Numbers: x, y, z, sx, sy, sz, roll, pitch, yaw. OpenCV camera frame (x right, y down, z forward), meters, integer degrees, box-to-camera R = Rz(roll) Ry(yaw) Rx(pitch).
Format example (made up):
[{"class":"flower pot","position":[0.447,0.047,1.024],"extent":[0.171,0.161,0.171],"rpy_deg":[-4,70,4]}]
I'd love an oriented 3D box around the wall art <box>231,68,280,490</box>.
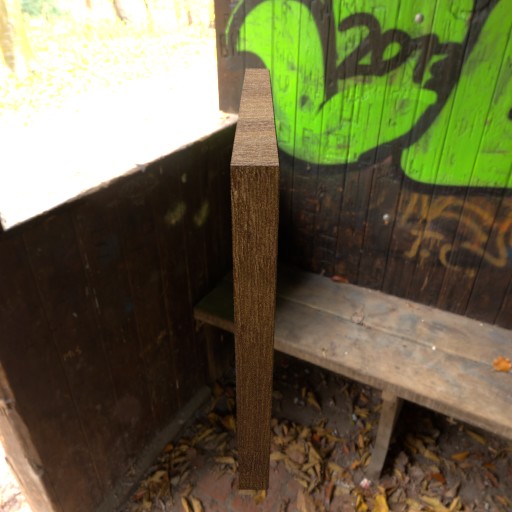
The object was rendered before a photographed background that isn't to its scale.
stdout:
[{"class":"wall art","position":[0.000,0.000,0.592],"extent":[0.039,0.403,0.406],"rpy_deg":[0,32,0]}]
